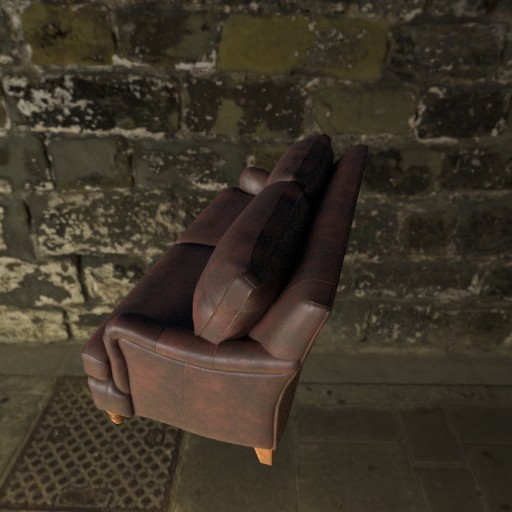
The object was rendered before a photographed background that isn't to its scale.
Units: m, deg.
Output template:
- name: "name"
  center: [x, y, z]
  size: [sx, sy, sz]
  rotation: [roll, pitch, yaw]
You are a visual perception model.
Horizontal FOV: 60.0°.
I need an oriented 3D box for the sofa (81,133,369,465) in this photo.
- name: "sofa"
  center: [0.000, 0.000, 2.770]
  size: [1.147, 1.071, 2.144]
  rotation: [8, 32, 14]
